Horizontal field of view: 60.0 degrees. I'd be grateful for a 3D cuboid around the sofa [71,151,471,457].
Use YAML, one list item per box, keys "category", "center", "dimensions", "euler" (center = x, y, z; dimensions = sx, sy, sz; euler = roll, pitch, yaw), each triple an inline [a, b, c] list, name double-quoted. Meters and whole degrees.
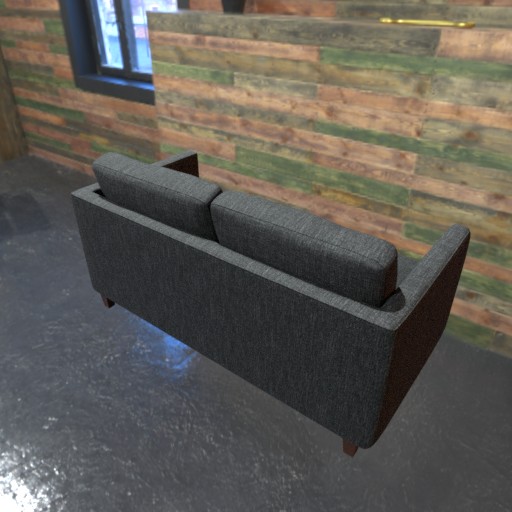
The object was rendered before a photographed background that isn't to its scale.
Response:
- category: "sofa"
  center: [0.000, 0.000, 2.378]
  dimensions: [1.884, 0.963, 0.950]
  euler: [22, 38, 31]
